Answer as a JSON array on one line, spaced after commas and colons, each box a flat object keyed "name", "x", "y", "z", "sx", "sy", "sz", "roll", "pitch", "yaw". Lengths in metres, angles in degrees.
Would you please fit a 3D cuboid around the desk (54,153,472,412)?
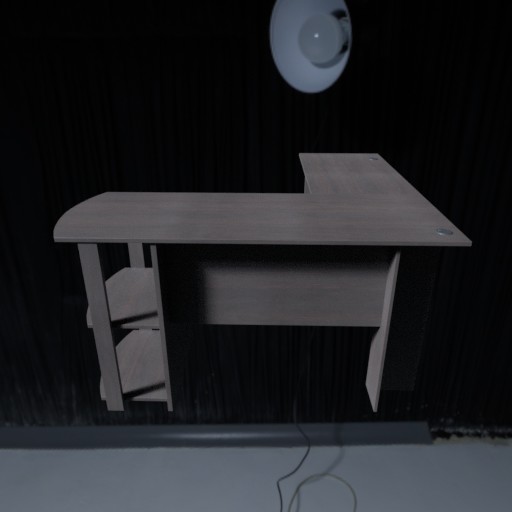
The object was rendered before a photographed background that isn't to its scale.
[{"name": "desk", "x": 0.000, "y": 0.000, "z": 2.116, "sx": 1.361, "sy": 0.716, "sz": 1.303, "roll": 1, "pitch": 25, "yaw": 1}]
